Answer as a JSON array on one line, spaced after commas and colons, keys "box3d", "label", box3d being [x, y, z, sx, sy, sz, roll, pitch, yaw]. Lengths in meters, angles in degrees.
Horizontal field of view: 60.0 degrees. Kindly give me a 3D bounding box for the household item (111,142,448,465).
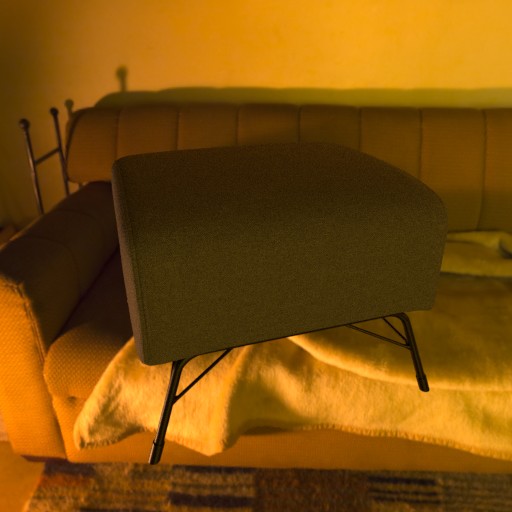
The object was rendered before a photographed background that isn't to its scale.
[{"box3d": [0.000, 0.000, 0.908, 0.530, 0.410, 0.530, -8, 27, -17], "label": "household item"}]
